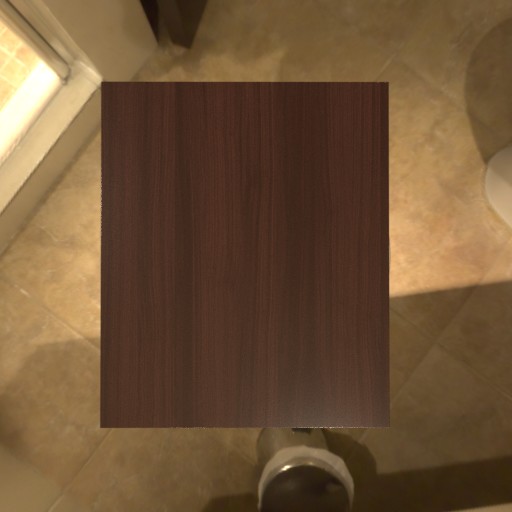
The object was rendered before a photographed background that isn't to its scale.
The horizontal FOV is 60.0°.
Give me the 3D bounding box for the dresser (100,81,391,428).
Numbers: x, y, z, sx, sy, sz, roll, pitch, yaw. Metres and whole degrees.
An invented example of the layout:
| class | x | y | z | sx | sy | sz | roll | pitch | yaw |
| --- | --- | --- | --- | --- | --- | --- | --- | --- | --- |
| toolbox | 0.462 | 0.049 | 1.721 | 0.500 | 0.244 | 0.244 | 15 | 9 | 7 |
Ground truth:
| class | x | y | z | sx | sy | sz | roll | pitch | yaw |
| --- | --- | --- | --- | --- | --- | --- | --- | --- | --- |
| dresser | 0.000 | 0.000 | 0.747 | 0.360 | 0.470 | 0.400 | 0 | 90 | 0 |
